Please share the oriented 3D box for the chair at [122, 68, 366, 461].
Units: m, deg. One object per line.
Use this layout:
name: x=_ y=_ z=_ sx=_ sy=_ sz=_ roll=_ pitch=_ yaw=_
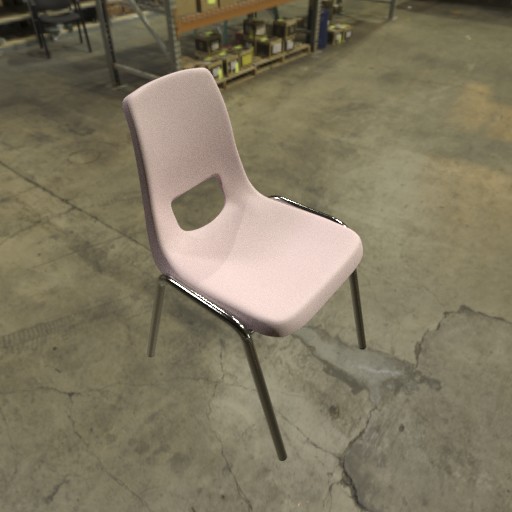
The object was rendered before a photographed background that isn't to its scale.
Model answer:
chair: x=0.000 y=0.000 z=0.925 sx=0.436 sy=0.653 sz=0.381 roll=26 pitch=47 yaw=28
